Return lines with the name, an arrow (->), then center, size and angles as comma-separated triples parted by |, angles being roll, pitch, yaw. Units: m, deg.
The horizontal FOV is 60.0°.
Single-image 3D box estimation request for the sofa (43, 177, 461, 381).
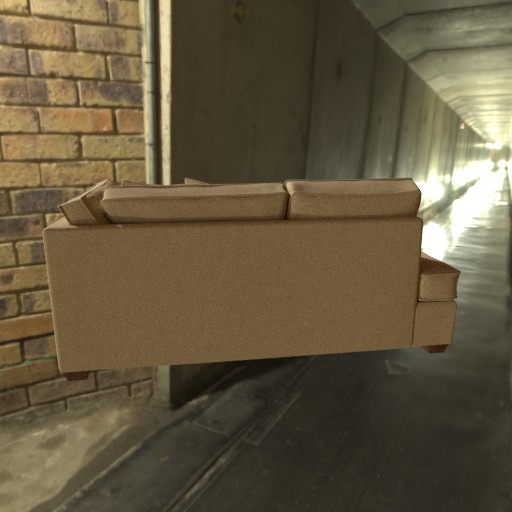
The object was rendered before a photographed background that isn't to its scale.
sofa -> 0.000, 0.000, 2.863 | 2.237, 1.033, 1.110 | -2, 14, -9
